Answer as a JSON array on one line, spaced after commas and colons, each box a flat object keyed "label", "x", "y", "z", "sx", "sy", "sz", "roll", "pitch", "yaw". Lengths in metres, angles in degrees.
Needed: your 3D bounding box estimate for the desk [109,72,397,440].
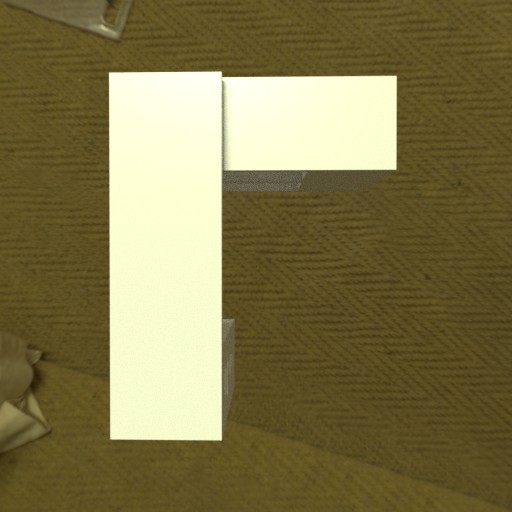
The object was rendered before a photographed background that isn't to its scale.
[{"label": "desk", "x": 0.000, "y": 0.000, "z": 2.204, "sx": 1.200, "sy": 0.753, "sz": 1.524, "roll": 0, "pitch": 91, "yaw": 1}]
